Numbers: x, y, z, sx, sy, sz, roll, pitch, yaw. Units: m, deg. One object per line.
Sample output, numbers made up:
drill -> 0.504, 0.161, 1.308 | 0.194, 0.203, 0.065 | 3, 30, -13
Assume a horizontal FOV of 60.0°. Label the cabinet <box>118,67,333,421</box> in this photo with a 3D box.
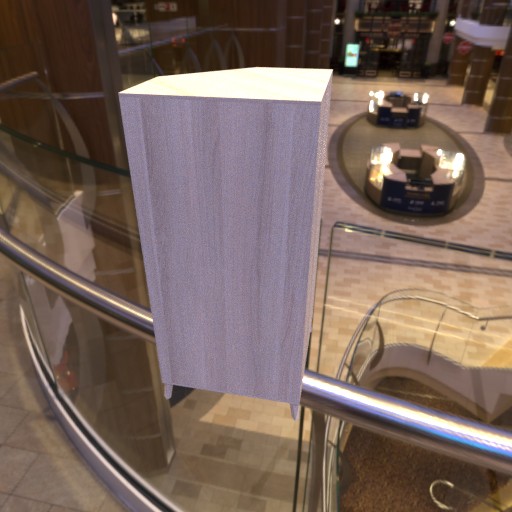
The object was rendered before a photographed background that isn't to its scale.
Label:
cabinet -> 0.000, 0.000, 2.668 | 1.272, 1.957, 0.969 | -19, 35, -28
